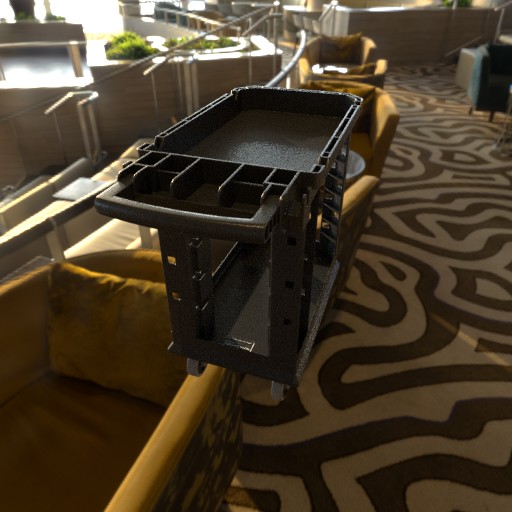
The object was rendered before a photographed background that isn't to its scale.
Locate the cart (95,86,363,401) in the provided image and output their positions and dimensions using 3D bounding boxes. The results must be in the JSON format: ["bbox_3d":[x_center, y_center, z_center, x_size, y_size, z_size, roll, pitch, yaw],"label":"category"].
[{"bbox_3d":[0.000,0.000,1.543,0.497,0.884,1.061,11,35,16],"label":"cart"}]
